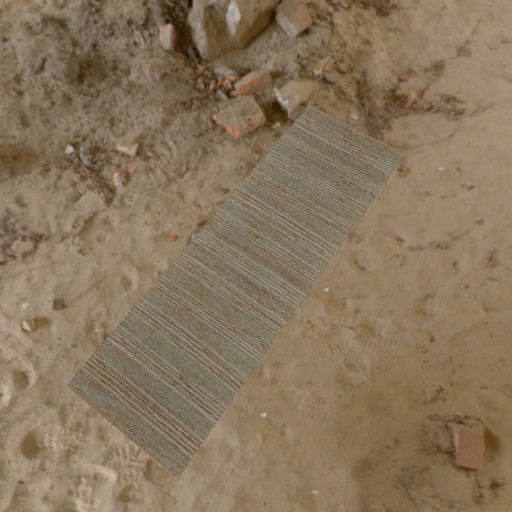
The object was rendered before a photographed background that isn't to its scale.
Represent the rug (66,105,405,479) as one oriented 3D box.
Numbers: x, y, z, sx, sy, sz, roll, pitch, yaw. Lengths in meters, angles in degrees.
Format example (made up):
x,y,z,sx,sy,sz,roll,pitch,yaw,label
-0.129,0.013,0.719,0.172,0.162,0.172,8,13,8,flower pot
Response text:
x,y,z,sx,sy,sz,roll,pitch,yaw,label
0.000,0.000,2.709,0.783,0.006,2.438,33,69,14,rug
